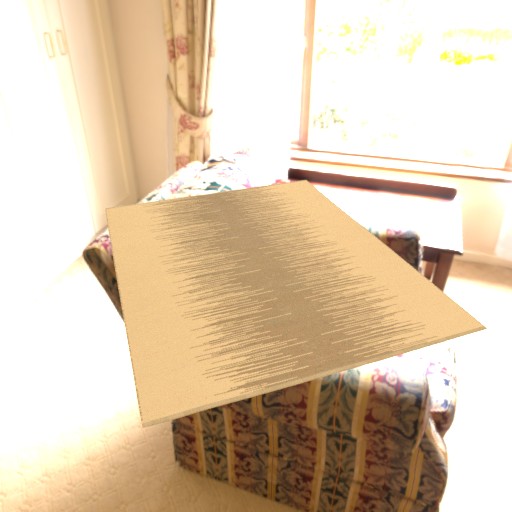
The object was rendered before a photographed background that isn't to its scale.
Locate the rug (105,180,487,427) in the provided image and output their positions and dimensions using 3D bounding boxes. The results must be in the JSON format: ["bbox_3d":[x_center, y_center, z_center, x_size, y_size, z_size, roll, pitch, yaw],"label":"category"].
[{"bbox_3d":[0.000,0.000,4.044,2.453,0.010,3.037,-11,33,-17],"label":"rug"}]
